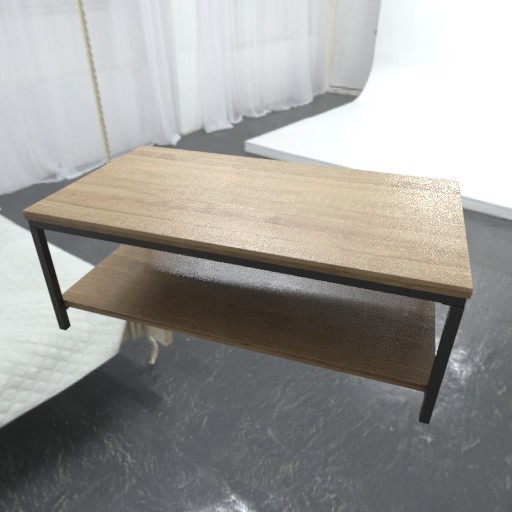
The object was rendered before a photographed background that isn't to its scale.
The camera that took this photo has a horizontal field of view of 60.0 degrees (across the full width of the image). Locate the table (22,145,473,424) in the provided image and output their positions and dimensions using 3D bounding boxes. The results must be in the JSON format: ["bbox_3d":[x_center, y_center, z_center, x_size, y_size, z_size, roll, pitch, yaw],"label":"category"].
[{"bbox_3d":[0.000,0.000,1.316,1.062,0.393,0.574,10,33,16],"label":"table"}]
